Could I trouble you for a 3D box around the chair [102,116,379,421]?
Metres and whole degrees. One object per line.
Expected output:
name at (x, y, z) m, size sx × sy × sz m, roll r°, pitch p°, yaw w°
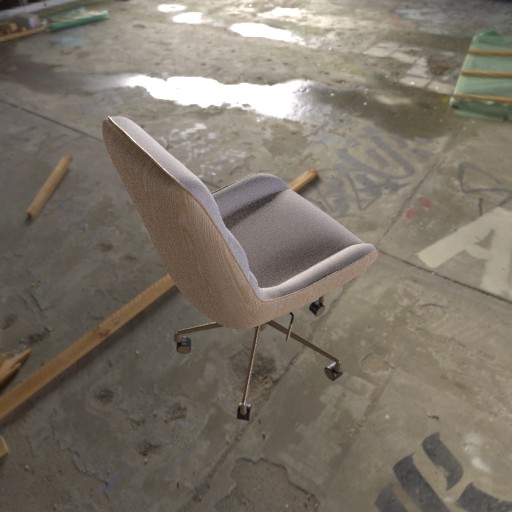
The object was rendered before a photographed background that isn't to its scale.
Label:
chair at (0.000, 0.000, 1.356) m, size 0.668 × 0.952 × 0.564 m, roll -26°, pitch 49°, yaw -25°
